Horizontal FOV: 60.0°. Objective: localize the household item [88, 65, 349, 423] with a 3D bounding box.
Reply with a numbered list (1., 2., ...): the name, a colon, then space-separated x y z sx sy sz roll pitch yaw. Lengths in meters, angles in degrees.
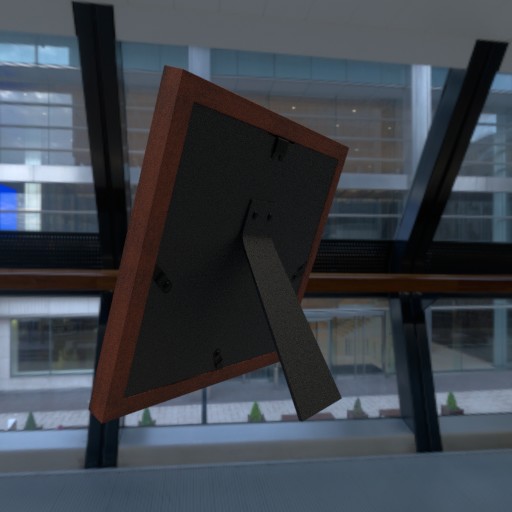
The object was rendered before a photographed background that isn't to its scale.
1. household item: 0.000 0.000 0.385 0.131 0.240 0.240 0 0 36
